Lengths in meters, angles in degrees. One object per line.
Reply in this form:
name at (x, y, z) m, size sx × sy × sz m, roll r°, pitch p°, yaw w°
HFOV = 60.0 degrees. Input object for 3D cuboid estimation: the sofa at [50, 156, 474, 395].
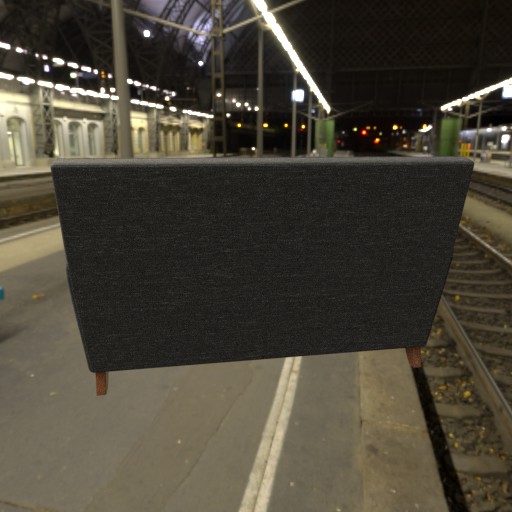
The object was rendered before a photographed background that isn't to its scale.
sofa at (0.000, 0.000, 1.894) m, size 1.420 × 0.846 × 0.875 m, roll -2°, pitch 14°, yaw -9°
